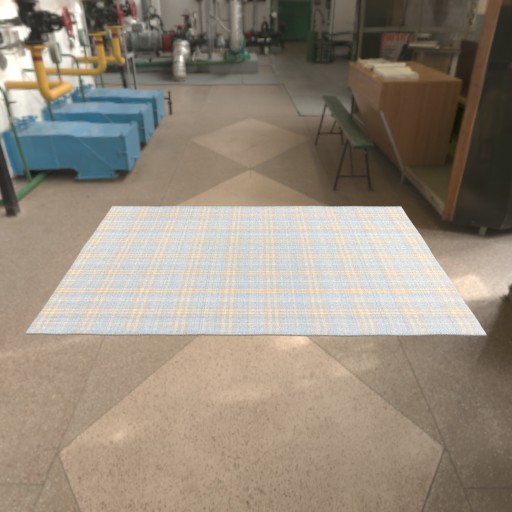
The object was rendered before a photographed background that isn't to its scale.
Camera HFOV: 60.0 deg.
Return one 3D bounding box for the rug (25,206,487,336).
[{"bbox_3d":[0.000,0.000,2.278,1.835,0.012,1.231,0,31,0],"label":"rug"}]
